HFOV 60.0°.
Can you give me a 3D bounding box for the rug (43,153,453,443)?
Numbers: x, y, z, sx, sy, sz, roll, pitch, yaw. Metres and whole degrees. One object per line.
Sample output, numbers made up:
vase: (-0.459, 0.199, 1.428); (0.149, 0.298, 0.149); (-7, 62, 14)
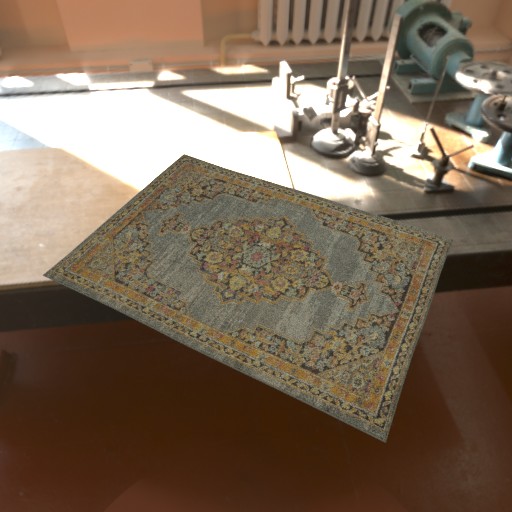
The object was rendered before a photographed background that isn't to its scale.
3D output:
rug: (0.000, 0.000, 4.012); (3.063, 0.024, 2.158); (21, 50, 19)
